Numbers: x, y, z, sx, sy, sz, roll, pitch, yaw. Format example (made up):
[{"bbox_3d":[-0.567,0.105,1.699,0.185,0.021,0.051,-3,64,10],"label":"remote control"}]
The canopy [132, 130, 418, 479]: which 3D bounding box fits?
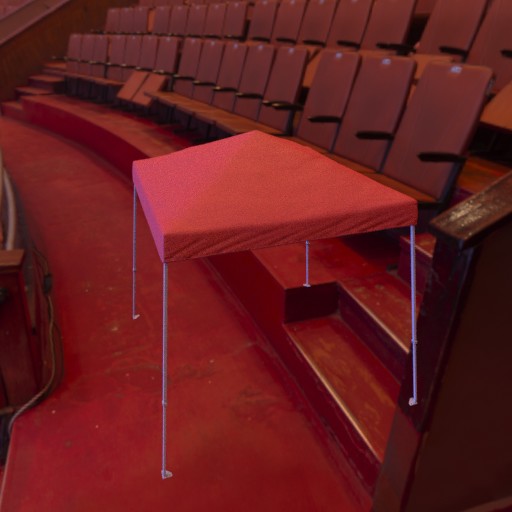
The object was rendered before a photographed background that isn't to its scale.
[{"bbox_3d":[0.000,0.000,6.486,3.600,3.600,3.599,-9,28,-17],"label":"canopy"}]
